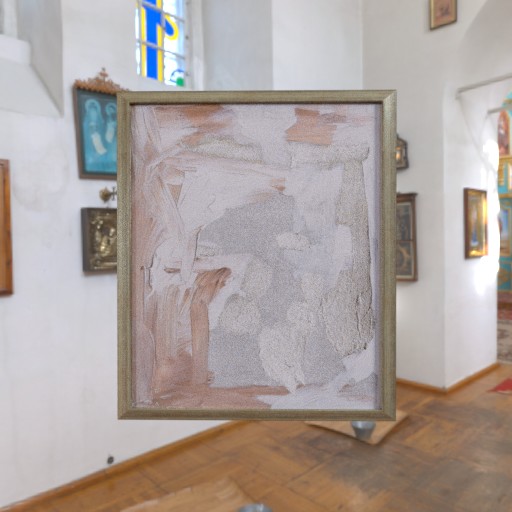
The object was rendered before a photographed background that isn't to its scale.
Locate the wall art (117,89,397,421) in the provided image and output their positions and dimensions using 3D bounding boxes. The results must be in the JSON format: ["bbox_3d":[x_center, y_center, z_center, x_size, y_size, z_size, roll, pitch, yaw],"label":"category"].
[{"bbox_3d":[0.000,0.000,0.888,0.559,0.660,0.018,0,0,1],"label":"wall art"}]
